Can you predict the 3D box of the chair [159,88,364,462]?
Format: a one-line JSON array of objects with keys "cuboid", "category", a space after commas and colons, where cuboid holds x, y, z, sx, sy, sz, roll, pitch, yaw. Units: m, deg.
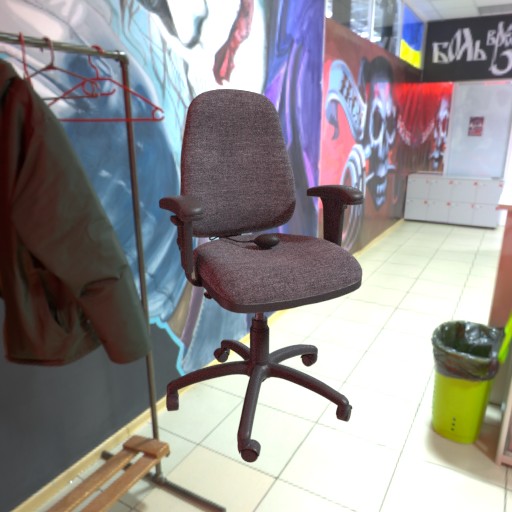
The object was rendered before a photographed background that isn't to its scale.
[{"cuboid": [0.000, 0.000, 1.257, 0.550, 0.910, 0.530, -8, 18, -26], "category": "chair"}]
